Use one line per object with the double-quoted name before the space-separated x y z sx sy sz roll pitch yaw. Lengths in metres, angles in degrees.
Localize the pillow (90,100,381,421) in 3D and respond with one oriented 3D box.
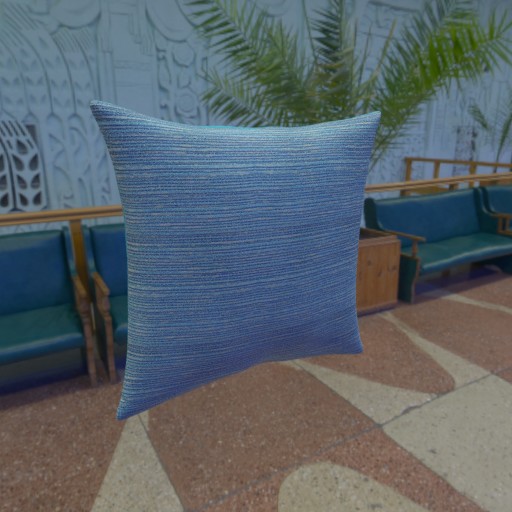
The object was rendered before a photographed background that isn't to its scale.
"pillow" 0.000 0.000 0.770 0.514 0.497 0.150 -8 18 -26
